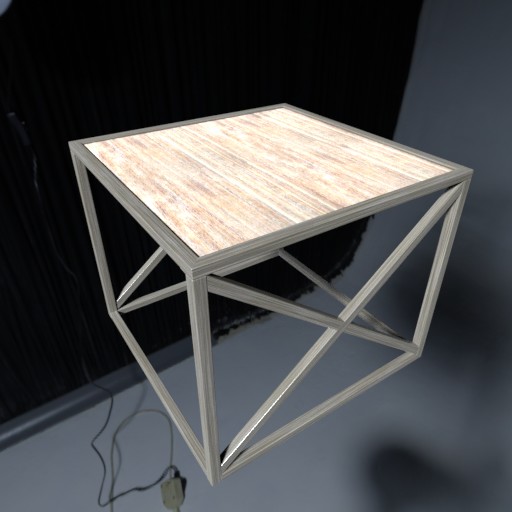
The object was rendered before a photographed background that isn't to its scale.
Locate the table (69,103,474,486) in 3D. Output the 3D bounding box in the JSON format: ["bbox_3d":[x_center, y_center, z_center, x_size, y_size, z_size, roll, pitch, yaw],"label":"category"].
[{"bbox_3d":[0.000,0.000,1.068,0.611,0.507,0.609,-20,38,-28],"label":"table"}]
